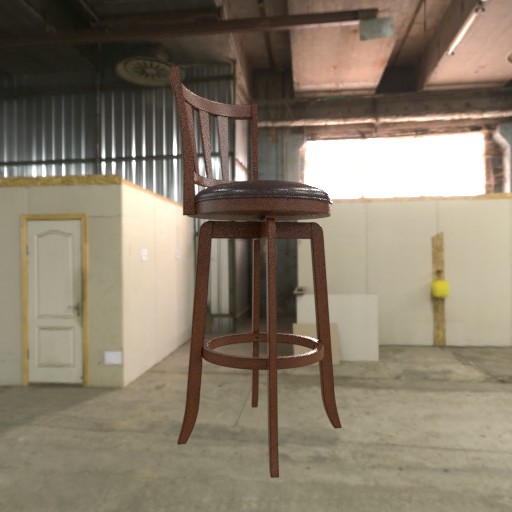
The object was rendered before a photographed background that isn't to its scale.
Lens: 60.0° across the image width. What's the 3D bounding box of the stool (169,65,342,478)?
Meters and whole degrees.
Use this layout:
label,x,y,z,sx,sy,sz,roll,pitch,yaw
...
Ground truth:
label,x,y,z,sx,sy,sz,roll,pitch,yaw
stool,0.000,0.000,1.466,0.503,1.177,0.464,1,1,35
